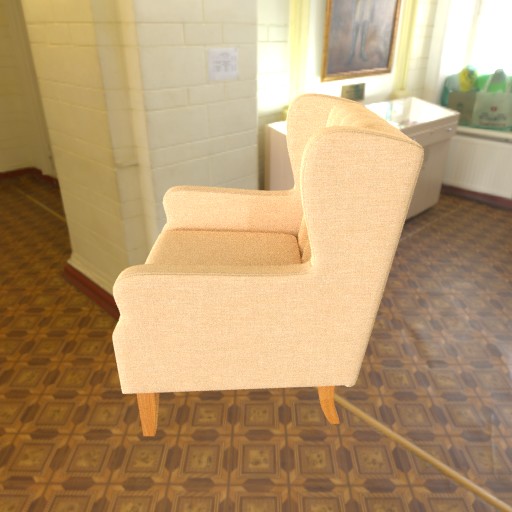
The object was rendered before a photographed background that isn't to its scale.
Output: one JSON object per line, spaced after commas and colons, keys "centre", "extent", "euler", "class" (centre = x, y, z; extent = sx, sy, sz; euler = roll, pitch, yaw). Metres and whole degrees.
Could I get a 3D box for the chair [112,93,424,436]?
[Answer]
{"centre": [0.000, 0.000, 1.444], "extent": [0.760, 0.930, 0.710], "euler": [0, 27, 0], "class": "chair"}
